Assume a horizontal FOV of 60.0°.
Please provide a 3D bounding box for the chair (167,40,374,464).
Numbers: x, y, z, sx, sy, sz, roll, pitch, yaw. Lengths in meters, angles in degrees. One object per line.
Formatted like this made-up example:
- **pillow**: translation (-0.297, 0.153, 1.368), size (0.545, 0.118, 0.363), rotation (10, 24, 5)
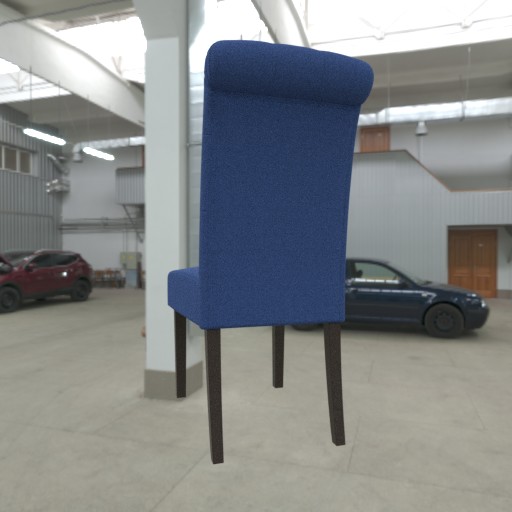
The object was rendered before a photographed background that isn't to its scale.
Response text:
- **chair**: translation (0.000, 0.000, 1.338), size (0.456, 1.006, 0.671), rotation (0, 1, -18)
